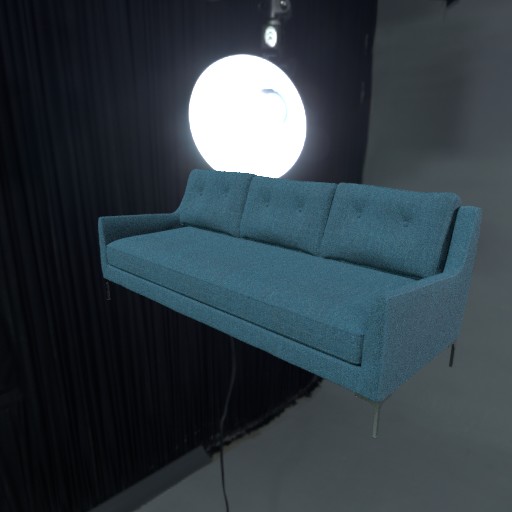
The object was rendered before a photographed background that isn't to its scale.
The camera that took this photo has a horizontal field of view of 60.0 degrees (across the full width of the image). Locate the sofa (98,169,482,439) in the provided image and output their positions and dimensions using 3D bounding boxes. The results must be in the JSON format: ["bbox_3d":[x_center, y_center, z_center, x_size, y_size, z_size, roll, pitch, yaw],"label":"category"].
[{"bbox_3d":[0.000,0.000,2.472,2.060,0.837,0.849,15,22,42],"label":"sofa"}]
